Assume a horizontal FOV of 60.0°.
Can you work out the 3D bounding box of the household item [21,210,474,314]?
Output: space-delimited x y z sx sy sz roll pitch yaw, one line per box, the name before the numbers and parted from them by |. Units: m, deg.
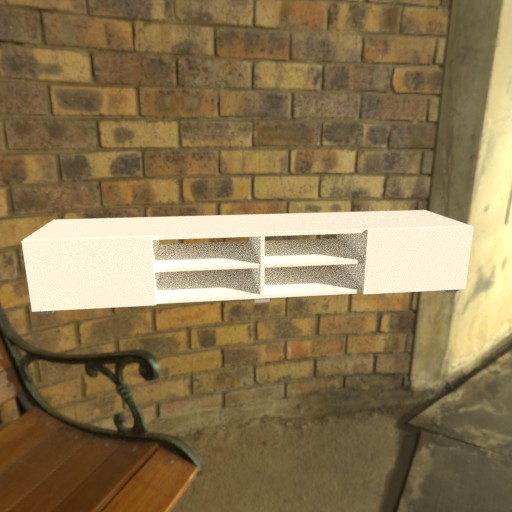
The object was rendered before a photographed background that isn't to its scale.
household item | 0.000 0.000 2.039 1.850 0.310 0.420 -2 16 -8
